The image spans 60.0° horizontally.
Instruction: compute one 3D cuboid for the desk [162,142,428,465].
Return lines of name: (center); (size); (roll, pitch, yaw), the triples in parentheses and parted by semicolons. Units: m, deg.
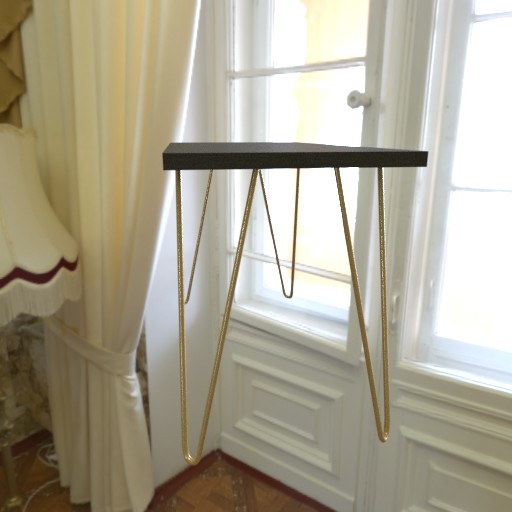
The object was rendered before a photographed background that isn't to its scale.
desk: (0.000, 0.000, 1.364); (0.499, 0.660, 0.991); (-3, 16, -9)
